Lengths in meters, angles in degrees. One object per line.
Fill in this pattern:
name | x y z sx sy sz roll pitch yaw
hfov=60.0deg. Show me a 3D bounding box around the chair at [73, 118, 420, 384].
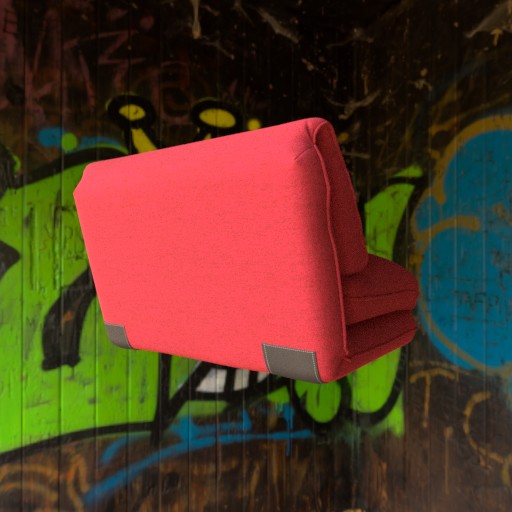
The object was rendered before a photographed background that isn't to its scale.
chair | 0.000 0.000 1.375 0.820 0.580 0.780 0 0 35
